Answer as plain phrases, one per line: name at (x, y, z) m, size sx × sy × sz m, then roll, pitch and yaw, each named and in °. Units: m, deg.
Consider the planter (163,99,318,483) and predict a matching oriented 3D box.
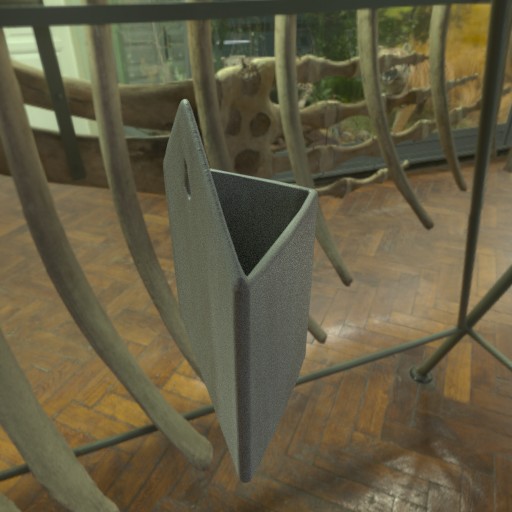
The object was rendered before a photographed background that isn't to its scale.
planter at (0.000, 0.000, 0.275) m, size 0.080 × 0.194 × 0.163 m, roll -11°, pitch 34°, yaw -17°
